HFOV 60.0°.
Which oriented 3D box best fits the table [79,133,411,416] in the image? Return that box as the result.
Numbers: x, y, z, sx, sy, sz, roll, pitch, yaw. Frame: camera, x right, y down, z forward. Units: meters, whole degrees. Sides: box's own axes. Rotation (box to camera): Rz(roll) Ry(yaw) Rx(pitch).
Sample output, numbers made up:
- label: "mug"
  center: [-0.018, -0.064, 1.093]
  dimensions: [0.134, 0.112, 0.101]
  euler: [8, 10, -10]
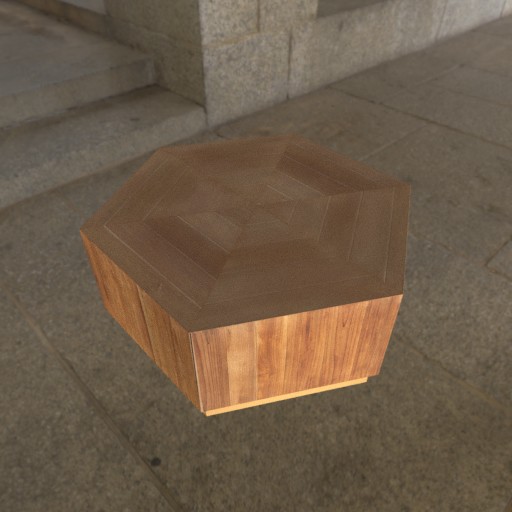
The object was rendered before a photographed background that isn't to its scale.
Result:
- label: "table"
  center: [0.000, 0.000, 1.656]
  dimensions: [1.000, 0.456, 1.154]
  euler: [11, 42, 13]
